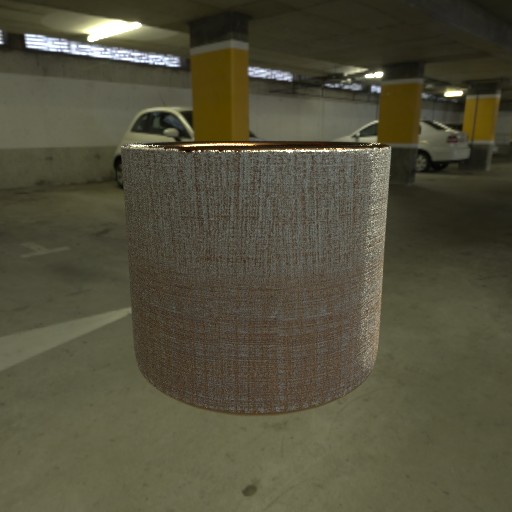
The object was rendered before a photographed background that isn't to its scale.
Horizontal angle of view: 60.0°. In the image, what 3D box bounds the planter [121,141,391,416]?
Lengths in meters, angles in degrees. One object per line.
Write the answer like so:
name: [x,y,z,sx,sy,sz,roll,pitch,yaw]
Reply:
planter: [0.000,0.000,0.318,0.177,0.157,0.177,0,15,0]
